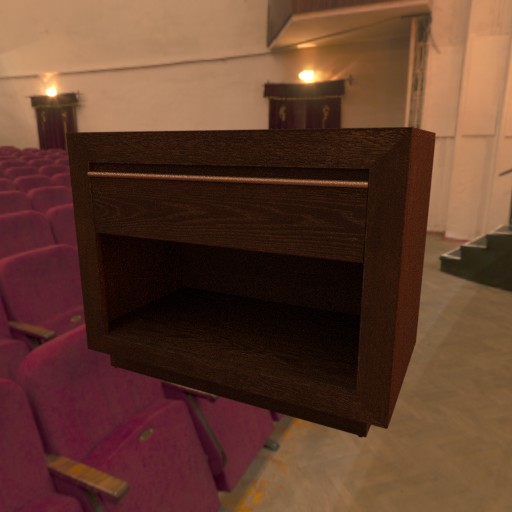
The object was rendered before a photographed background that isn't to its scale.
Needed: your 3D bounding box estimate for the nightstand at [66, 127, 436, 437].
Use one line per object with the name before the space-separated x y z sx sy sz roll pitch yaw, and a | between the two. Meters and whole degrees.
nightstand | 0.000 0.000 1.140 0.775 0.612 0.457 7 16 25
